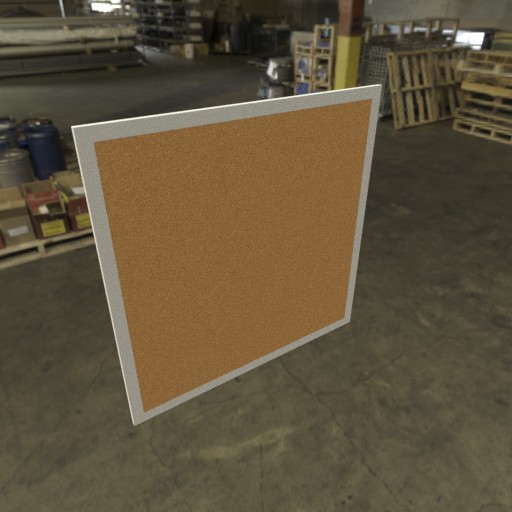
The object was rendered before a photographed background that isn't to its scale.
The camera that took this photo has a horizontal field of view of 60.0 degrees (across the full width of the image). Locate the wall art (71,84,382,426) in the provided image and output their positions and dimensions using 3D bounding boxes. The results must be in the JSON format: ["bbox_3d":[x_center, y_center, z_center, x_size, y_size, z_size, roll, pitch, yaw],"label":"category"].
[{"bbox_3d":[0.000,0.000,1.213,0.812,0.813,0.013,-19,35,-29],"label":"wall art"}]
